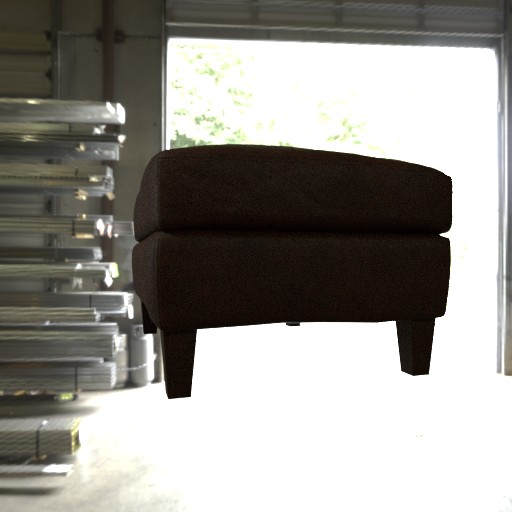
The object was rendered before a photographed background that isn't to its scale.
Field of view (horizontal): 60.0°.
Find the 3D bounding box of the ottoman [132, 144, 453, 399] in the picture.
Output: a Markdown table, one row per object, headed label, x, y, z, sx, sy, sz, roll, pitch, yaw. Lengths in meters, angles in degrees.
| label | x | y | z | sx | sy | sz | roll | pitch | yaw |
| --- | --- | --- | --- | --- | --- | --- | --- | --- | --- |
| ottoman | 0.000 | 0.000 | 1.255 | 0.659 | 0.527 | 0.887 | 0 | 0 | -18 |
